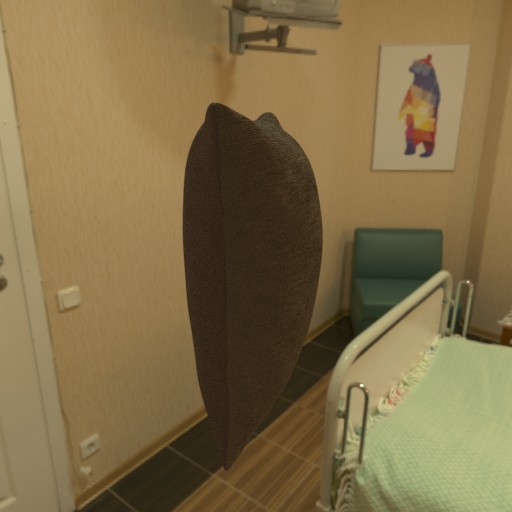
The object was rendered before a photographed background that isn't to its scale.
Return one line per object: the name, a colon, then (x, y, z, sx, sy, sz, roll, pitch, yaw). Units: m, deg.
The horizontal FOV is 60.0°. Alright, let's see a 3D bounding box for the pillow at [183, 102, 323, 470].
pillow: (0.000, 0.000, 0.693, 0.204, 0.439, 0.452, 3, 17, 8)
